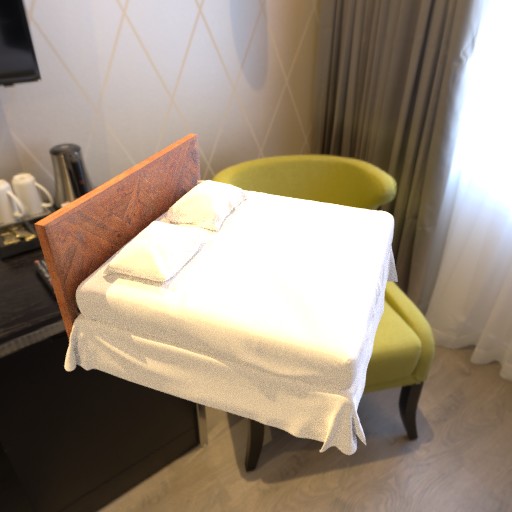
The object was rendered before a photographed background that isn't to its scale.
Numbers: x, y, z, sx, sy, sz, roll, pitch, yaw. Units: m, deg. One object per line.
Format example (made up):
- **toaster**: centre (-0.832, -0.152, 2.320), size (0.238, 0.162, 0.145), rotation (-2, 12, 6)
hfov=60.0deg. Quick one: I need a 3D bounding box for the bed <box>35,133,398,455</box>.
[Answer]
- **bed**: centre (0.000, 0.000, 3.486), size (2.165, 1.158, 2.255), rotation (11, 34, 18)
